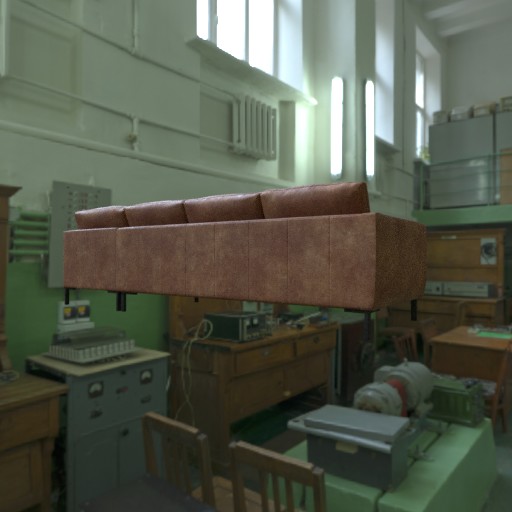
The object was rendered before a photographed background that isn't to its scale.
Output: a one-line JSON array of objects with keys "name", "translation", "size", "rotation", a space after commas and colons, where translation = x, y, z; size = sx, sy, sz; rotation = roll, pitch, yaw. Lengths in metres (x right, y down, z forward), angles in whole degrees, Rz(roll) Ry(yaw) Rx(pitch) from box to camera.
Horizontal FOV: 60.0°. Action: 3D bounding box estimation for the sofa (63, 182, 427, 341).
[{"name": "sofa", "translation": [0.000, 0.000, 3.888], "size": [2.984, 0.877, 1.938], "rotation": [0, 0, 37]}]
